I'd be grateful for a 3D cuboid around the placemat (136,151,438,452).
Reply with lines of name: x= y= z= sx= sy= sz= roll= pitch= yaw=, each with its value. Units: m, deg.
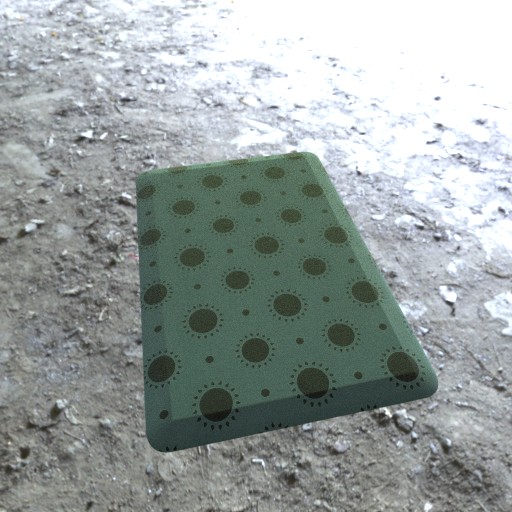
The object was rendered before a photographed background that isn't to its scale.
placemat: x=0.000 y=0.000 z=0.976 sx=0.508 sy=0.021 sz=0.762 roll=-9 pitch=47 yaw=-8
